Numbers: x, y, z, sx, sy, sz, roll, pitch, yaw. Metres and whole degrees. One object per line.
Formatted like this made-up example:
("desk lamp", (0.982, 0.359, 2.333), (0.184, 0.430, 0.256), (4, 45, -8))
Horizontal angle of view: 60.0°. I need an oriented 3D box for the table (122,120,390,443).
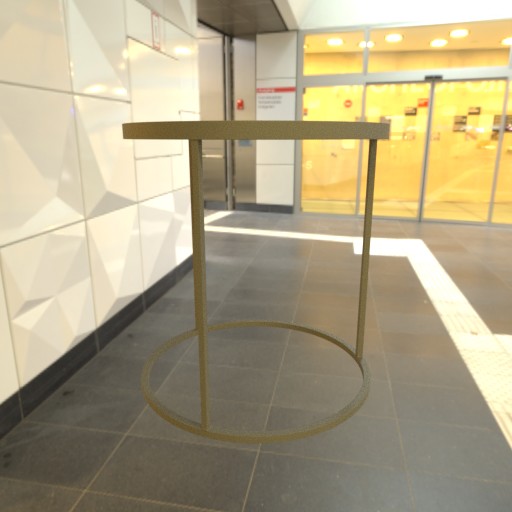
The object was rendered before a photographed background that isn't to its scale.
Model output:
("table", (0.000, 0.000, 0.874), (0.470, 0.498, 0.470), (0, 15, 0))
